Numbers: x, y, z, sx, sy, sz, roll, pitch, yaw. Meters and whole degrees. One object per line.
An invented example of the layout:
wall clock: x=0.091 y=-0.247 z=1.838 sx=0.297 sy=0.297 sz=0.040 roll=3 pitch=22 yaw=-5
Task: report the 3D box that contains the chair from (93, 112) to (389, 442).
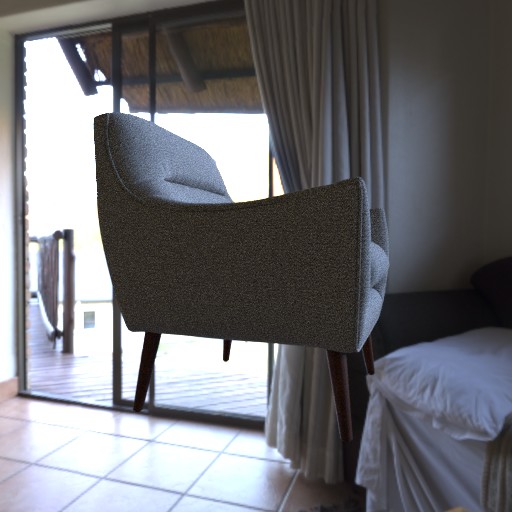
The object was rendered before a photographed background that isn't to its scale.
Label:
chair: x=0.000 y=0.000 z=1.395 sx=0.787 sy=0.838 sz=0.762 roll=0 pitch=0 yaw=20
